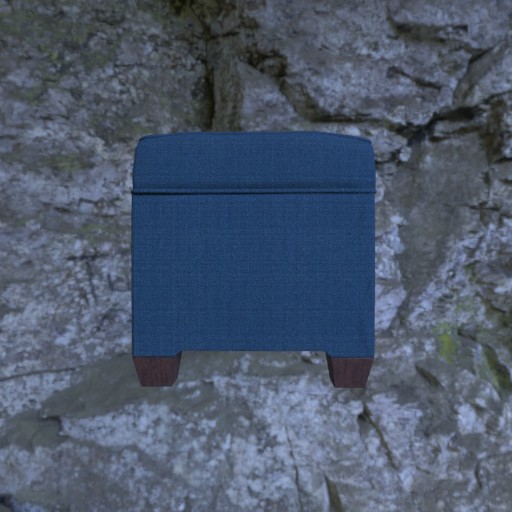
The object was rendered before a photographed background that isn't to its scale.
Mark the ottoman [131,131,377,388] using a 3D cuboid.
[{"bbox_3d":[0.000,0.000,1.248,0.474,0.474,0.943,0,0,1],"label":"ottoman"}]
